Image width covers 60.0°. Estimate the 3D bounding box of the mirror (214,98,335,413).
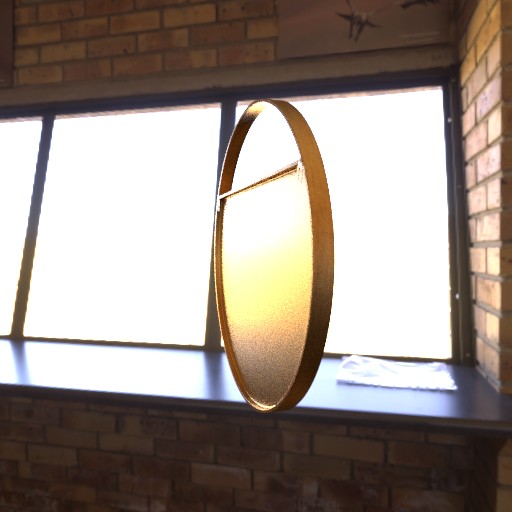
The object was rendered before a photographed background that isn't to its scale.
[{"bbox_3d":[0.000,0.000,0.844,0.032,0.565,0.565,0,1,-18],"label":"mirror"}]
